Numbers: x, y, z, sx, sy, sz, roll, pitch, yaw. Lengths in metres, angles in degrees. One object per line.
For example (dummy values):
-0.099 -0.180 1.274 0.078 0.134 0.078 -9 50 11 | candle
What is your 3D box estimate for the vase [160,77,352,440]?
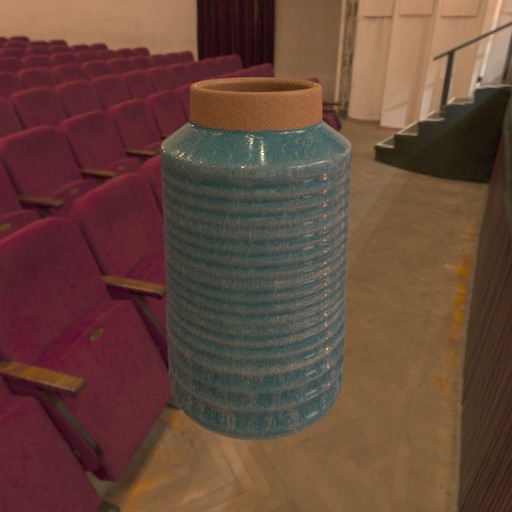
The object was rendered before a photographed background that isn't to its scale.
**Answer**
0.000 0.000 0.367 0.163 0.267 0.163 0 28 0 | vase
